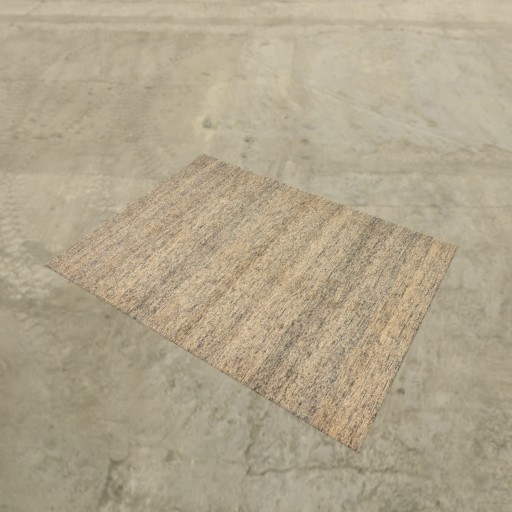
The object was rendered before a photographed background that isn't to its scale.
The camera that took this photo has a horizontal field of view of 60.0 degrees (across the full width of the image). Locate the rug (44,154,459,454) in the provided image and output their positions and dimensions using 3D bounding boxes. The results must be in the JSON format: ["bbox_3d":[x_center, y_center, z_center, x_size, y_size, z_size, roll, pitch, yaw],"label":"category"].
[{"bbox_3d":[0.000,0.000,4.281,3.199,0.036,2.414,24,49,23],"label":"rug"}]
